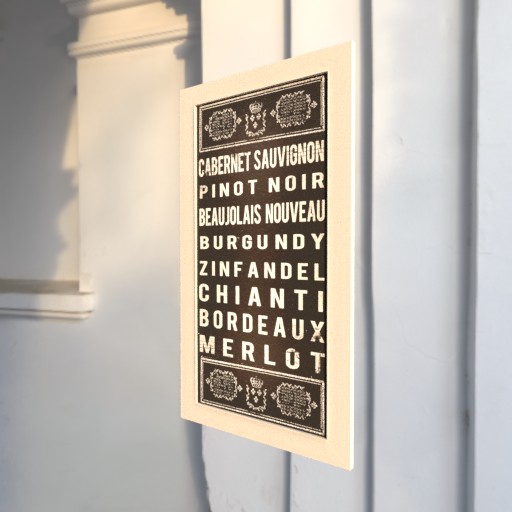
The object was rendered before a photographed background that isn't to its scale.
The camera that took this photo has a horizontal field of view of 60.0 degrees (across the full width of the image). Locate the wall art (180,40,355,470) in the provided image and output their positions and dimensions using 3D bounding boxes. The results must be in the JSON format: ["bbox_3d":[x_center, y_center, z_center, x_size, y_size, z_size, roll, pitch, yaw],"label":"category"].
[{"bbox_3d":[0.000,0.000,0.819,0.380,0.683,0.013,1,1,36],"label":"wall art"}]
